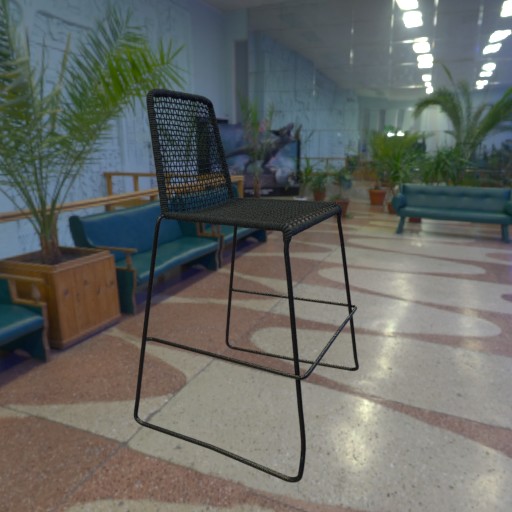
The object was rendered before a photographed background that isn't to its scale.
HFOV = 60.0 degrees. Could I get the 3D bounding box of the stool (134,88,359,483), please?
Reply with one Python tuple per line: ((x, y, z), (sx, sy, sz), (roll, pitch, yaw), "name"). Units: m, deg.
((0.000, 0.000, 1.267), (0.509, 0.905, 0.590), (7, 16, 25), "stool")
